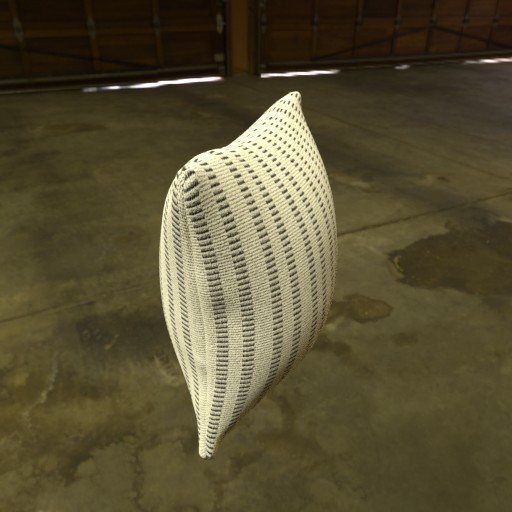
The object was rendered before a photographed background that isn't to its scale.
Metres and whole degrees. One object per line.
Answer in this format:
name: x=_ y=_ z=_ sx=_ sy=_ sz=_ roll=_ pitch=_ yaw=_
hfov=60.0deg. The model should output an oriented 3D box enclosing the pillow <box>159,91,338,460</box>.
pillow: x=0.000 y=0.000 z=0.685 sx=0.247 sy=0.419 sz=0.438 roll=9 pitch=31 yaw=16
